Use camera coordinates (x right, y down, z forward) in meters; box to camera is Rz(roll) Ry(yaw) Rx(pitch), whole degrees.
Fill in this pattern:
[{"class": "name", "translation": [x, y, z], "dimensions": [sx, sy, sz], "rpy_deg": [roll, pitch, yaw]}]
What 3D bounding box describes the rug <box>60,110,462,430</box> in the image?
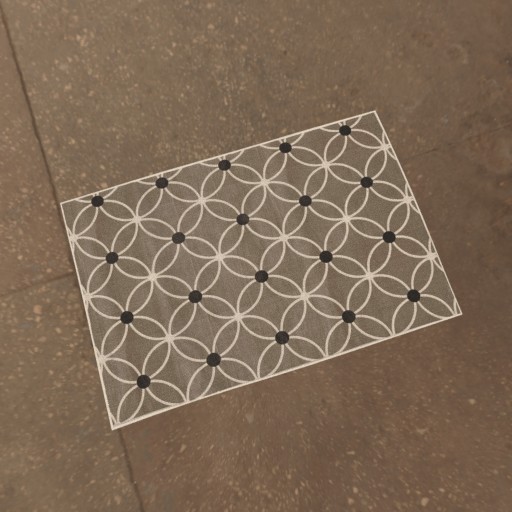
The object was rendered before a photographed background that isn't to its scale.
[{"class": "rug", "translation": [0.000, 0.000, 2.894], "dimensions": [2.284, 0.008, 1.522], "rpy_deg": [-17, 77, -4]}]
